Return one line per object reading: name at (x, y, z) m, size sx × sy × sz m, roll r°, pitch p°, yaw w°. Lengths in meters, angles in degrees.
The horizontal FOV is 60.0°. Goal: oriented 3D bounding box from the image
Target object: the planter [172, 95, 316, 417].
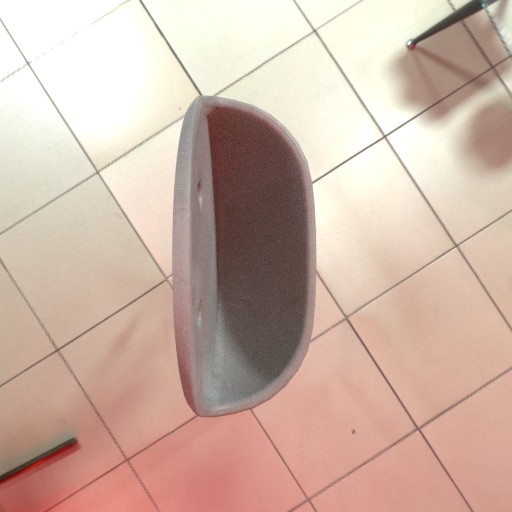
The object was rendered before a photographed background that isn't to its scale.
planter at (0.000, 0.000, 0.272) m, size 0.073 × 0.164 × 0.190 m, roll 0°, pitch 89°, yaw 0°
